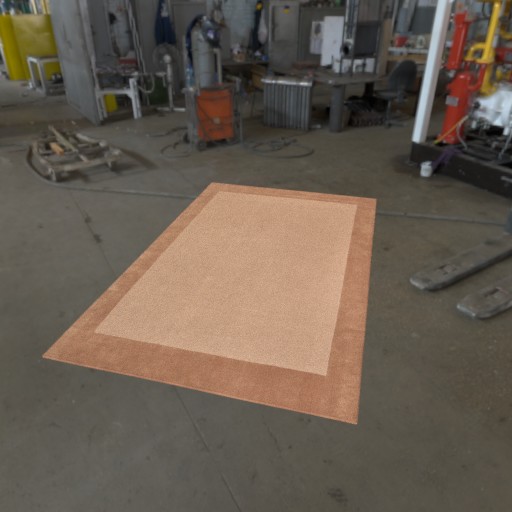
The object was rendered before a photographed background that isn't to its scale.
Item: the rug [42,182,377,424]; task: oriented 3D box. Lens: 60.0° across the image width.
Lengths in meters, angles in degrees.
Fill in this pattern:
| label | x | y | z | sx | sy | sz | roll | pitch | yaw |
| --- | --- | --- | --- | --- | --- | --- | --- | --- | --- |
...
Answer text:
| label | x | y | z | sx | sy | sz | roll | pitch | yaw |
| --- | --- | --- | --- | --- | --- | --- | --- | --- | --- |
| rug | 0.000 | 0.000 | 3.019 | 1.524 | 0.014 | 2.438 | 8 | 31 | 13 |
